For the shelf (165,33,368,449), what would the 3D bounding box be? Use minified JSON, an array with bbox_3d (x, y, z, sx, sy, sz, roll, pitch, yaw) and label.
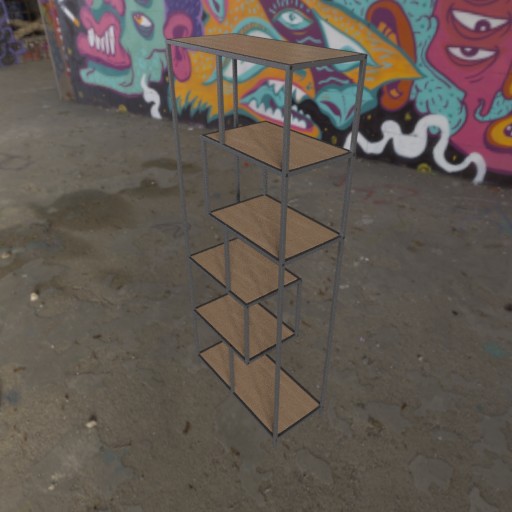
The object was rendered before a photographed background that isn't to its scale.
[{"bbox_3d":[0.000,0.000,2.142,0.350,1.850,0.770,-23,39,-31],"label":"shelf"}]
